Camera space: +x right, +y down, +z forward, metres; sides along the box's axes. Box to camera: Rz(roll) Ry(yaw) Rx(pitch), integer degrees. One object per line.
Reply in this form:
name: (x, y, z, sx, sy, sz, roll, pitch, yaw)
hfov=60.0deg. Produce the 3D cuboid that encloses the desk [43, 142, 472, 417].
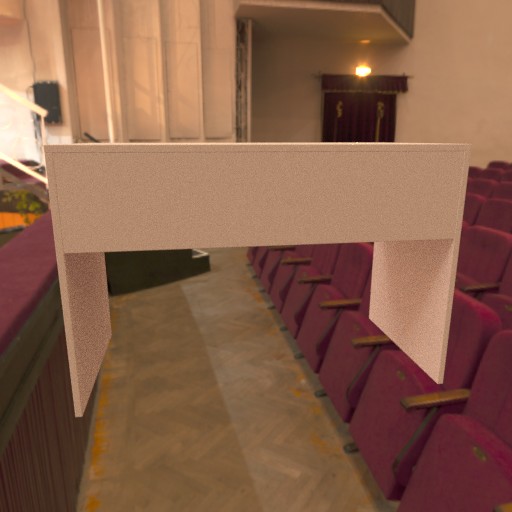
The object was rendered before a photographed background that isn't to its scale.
desk: (0.000, 0.000, 1.482, 1.100, 0.730, 0.560, -2, 15, -9)
